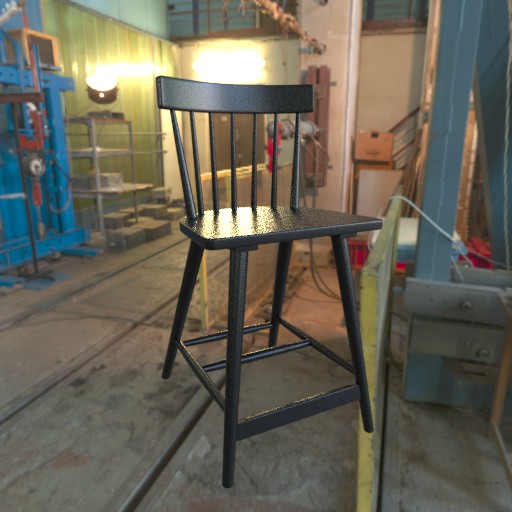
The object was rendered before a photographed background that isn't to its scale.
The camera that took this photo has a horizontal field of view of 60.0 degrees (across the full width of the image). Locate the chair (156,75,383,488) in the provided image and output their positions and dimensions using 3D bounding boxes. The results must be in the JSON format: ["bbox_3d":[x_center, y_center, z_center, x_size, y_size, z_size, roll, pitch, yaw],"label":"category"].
[{"bbox_3d":[0.000,0.000,1.264,0.483,0.952,0.572,-8,17,-27],"label":"chair"}]
